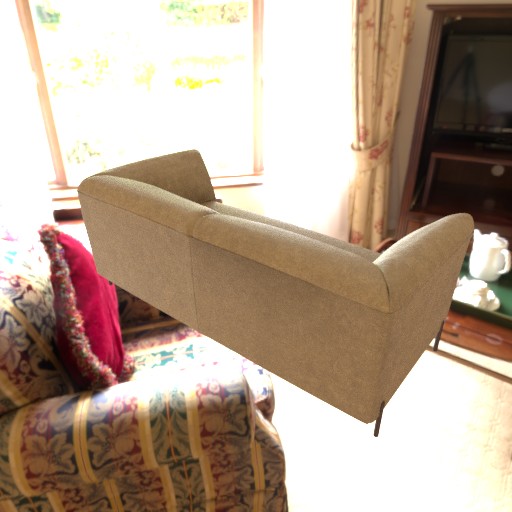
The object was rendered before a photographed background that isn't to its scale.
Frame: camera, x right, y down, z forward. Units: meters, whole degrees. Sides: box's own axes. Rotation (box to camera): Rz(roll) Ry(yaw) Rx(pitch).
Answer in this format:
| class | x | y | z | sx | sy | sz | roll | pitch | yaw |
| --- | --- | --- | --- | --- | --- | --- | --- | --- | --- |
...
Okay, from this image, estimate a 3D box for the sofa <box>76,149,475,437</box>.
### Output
| class | x | y | z | sx | sy | sz | roll | pitch | yaw |
| --- | --- | --- | --- | --- | --- | --- | --- | --- | --- |
| sofa | 0.000 | 0.000 | 2.366 | 1.878 | 0.747 | 0.905 | 21 | 35 | 34 |
